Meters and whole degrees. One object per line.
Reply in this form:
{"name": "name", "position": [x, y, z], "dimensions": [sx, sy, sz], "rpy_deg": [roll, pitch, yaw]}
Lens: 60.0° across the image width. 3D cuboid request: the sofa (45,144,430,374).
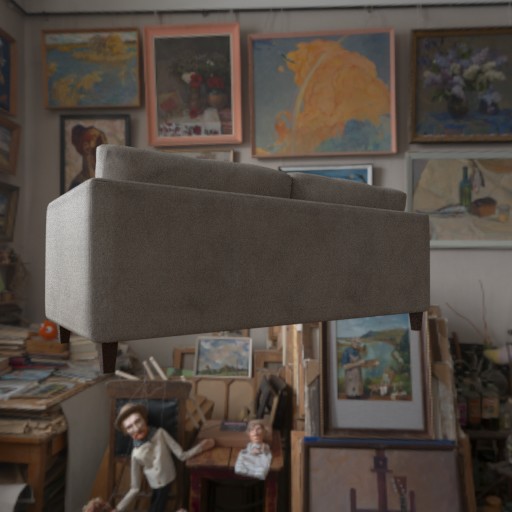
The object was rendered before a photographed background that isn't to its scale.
{"name": "sofa", "position": [0.000, 0.000, 2.687], "dimensions": [2.208, 0.965, 0.951], "rpy_deg": [1, -2, -35]}
